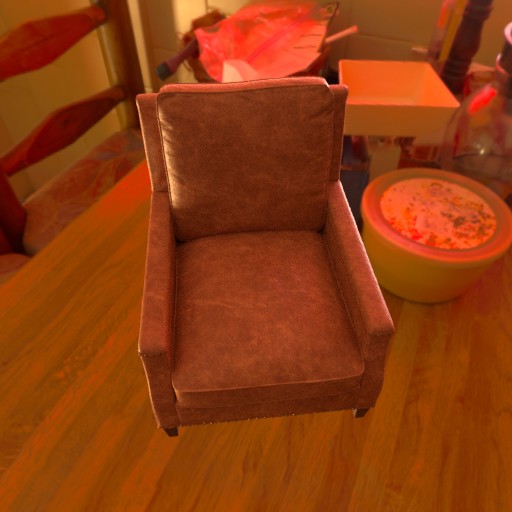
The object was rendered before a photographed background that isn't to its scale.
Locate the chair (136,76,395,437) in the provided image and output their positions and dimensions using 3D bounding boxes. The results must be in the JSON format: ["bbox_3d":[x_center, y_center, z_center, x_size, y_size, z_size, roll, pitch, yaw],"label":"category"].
[{"bbox_3d":[0.000,0.000,1.758,0.854,1.054,1.035,-4,46,-4],"label":"chair"}]
